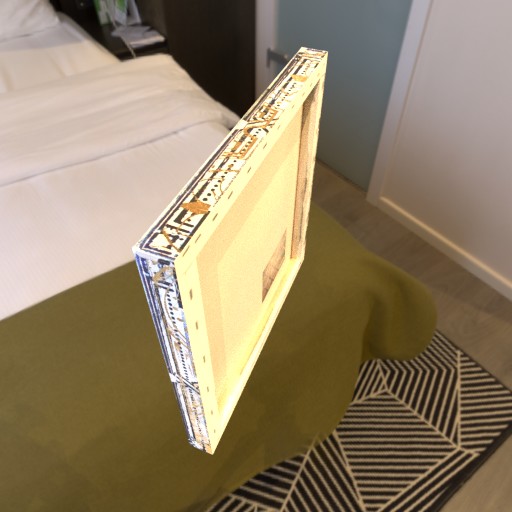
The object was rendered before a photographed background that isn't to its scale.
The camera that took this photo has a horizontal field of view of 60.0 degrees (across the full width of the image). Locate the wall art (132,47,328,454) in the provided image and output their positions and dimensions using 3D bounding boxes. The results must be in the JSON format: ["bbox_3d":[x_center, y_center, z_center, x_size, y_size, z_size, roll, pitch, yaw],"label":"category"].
[{"bbox_3d":[0.000,0.000,0.617,0.038,0.410,0.411,17,49,15],"label":"wall art"}]
